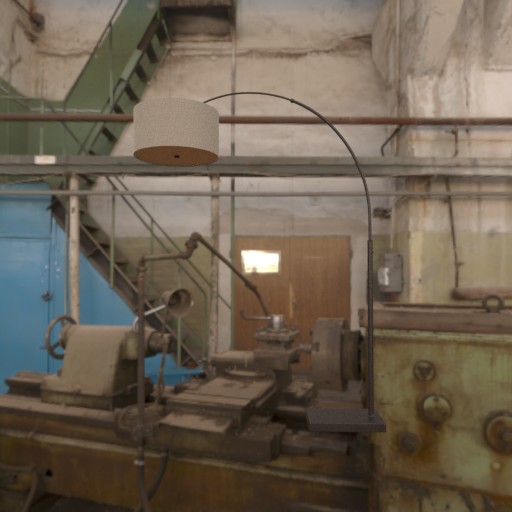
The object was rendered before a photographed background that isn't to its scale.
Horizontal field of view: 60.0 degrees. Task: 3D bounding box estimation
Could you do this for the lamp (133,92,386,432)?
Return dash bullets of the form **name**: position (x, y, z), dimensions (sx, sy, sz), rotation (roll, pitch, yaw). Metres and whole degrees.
- **lamp**: position (0.000, 0.000, 2.579), dimensions (1.424, 1.927, 0.493), rotation (0, -1, 2)
